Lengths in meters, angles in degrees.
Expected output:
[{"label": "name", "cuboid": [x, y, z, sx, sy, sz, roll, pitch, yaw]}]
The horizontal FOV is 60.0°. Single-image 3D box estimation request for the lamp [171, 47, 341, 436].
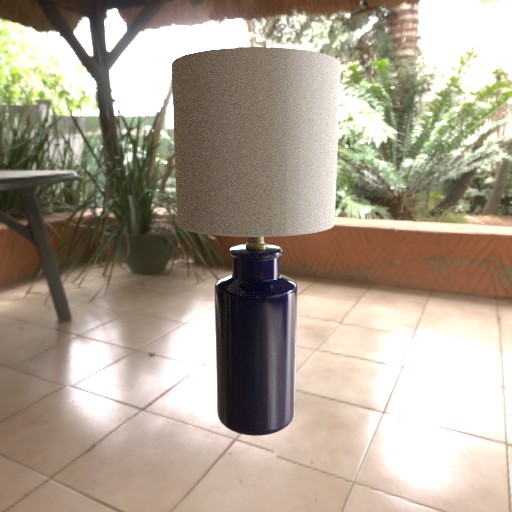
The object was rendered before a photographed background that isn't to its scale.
[{"label": "lamp", "cuboid": [0.000, 0.000, 0.617, 0.212, 0.493, 0.212, 6, 14, 26]}]
